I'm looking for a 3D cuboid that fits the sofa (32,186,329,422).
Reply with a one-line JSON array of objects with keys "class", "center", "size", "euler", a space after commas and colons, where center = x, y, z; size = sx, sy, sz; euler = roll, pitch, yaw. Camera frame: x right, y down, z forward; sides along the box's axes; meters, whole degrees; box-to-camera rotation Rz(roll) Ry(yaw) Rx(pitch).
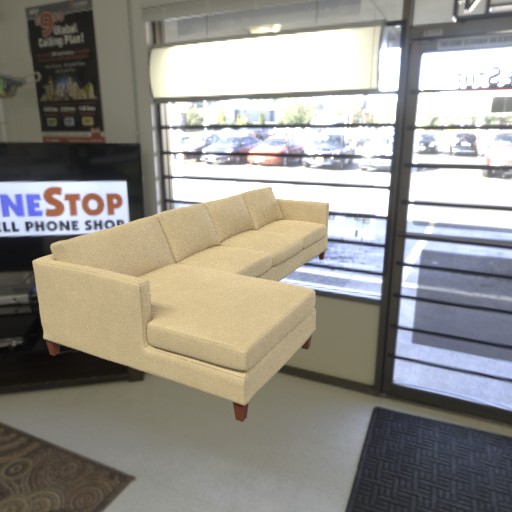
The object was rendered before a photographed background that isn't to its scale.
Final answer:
[{"class": "sofa", "center": [0.000, 0.000, 3.922], "size": [1.625, 0.846, 3.186], "euler": [9, 18, 27]}]
